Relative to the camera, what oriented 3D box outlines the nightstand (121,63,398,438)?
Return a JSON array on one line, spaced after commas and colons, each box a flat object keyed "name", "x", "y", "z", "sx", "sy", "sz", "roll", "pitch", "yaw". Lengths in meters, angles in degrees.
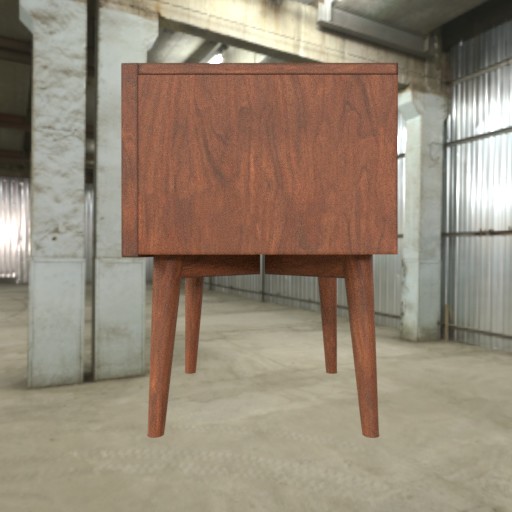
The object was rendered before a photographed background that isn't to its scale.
[{"name": "nightstand", "x": 0.000, "y": 0.000, "z": 0.954, "sx": 0.445, "sy": 0.607, "sz": 0.521, "roll": 0, "pitch": 0, "yaw": 0}]
